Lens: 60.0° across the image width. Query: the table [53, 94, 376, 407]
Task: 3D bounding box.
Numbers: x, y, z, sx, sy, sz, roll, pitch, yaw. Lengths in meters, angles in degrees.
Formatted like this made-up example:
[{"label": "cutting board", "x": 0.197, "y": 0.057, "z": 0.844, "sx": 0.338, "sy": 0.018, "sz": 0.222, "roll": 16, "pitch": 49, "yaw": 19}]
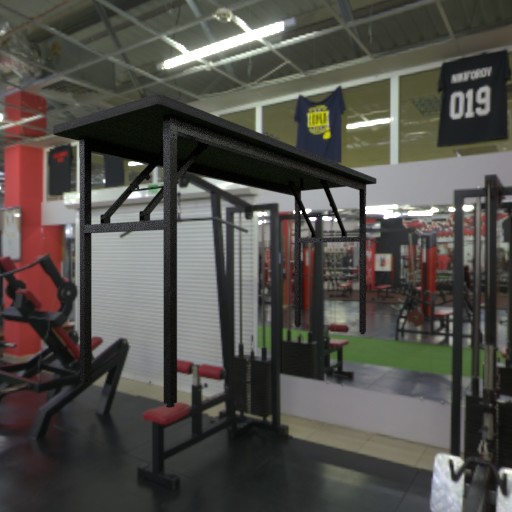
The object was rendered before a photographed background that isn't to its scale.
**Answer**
[{"label": "table", "x": 0.000, "y": 0.000, "z": 1.717, "sx": 0.449, "sy": 0.750, "sz": 1.399, "roll": 0, "pitch": 0, "yaw": 36}]
